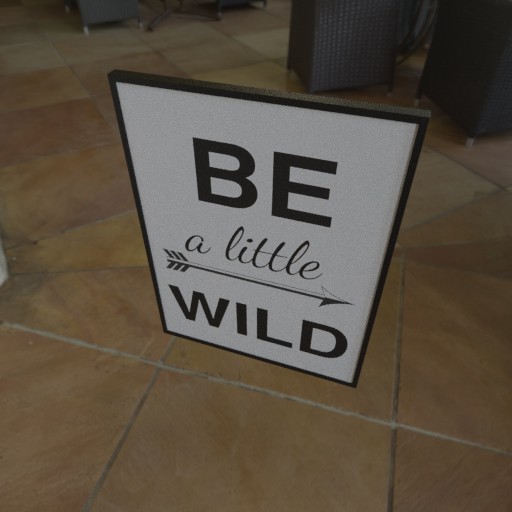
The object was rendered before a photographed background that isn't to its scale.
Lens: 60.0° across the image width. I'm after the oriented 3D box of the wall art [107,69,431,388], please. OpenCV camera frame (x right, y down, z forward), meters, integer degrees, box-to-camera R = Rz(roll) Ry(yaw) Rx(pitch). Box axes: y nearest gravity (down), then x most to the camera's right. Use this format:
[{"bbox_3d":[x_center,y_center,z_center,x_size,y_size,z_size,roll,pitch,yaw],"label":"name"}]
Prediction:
[{"bbox_3d":[0.000,0.000,1.418,0.806,1.062,0.038,13,43,14],"label":"wall art"}]
